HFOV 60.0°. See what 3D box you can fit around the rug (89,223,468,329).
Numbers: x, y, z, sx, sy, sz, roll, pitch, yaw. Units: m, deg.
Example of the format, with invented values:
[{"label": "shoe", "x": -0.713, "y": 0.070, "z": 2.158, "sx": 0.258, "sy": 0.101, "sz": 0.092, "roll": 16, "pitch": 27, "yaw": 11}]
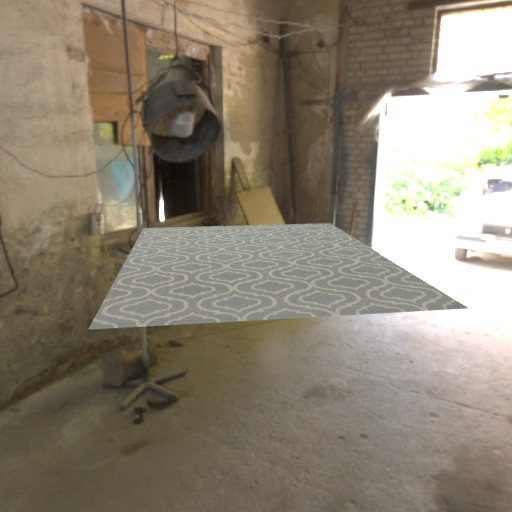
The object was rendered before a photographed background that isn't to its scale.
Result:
[{"label": "rug", "x": 0.000, "y": 0.000, "z": 4.005, "sx": 2.283, "sy": 0.006, "sz": 2.892, "roll": -2, "pitch": 15, "yaw": -8}]
